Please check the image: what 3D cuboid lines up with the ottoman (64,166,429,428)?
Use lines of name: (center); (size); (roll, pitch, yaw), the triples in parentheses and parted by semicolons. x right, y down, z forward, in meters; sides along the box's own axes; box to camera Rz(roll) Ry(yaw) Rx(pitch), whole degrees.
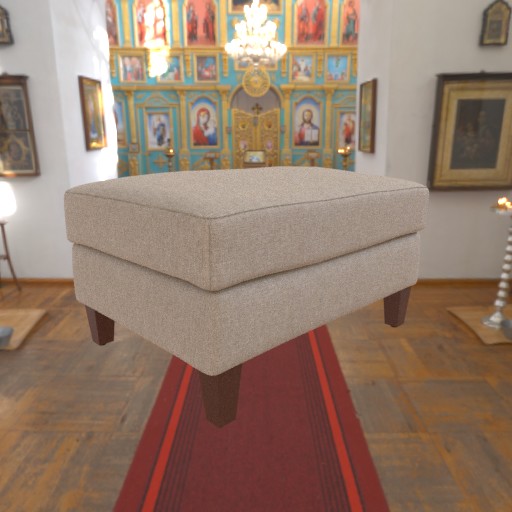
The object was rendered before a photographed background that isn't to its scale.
ottoman: (0.000, 0.000, 1.342); (0.898, 0.519, 0.677); (-14, 20, -43)
